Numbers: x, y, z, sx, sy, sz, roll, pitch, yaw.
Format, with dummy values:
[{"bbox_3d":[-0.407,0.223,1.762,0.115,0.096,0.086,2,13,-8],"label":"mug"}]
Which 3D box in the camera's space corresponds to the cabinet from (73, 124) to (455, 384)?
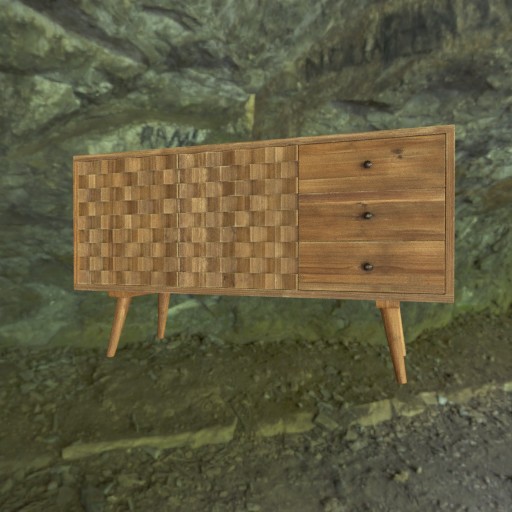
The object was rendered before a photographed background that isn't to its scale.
[{"bbox_3d":[0.000,0.000,1.757,1.400,0.800,0.472,0,1,18],"label":"cabinet"}]
